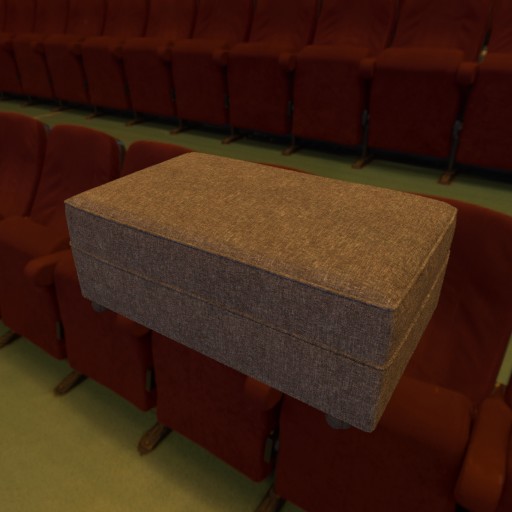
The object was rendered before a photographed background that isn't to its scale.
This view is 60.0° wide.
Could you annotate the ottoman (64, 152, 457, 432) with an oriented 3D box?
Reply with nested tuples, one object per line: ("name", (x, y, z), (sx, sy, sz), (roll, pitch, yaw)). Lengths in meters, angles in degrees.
("ottoman", (0.000, 0.000, 1.581), (1.184, 0.487, 0.717), (18, 34, 28))
